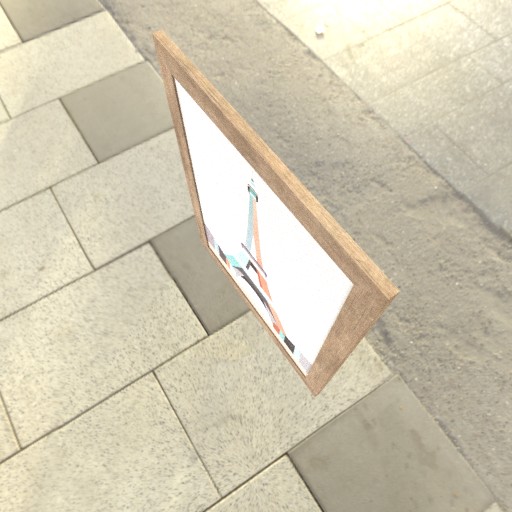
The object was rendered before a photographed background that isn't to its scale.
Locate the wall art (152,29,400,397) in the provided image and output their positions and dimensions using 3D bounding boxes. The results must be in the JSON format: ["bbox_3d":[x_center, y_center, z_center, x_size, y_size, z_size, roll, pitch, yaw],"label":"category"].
[{"bbox_3d":[0.000,0.000,0.896,0.018,0.686,0.534,-32,68,-15],"label":"wall art"}]
